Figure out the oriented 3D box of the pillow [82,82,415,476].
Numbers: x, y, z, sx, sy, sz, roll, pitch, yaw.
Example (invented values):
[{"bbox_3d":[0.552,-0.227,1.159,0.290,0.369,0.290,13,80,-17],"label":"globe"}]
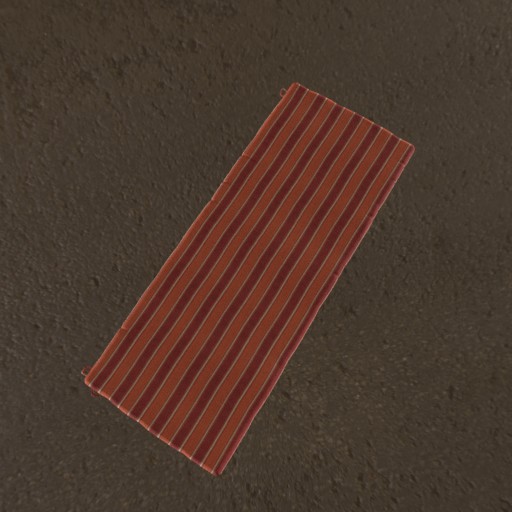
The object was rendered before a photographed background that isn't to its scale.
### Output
[{"bbox_3d":[0.000,0.000,1.347,0.492,0.081,1.187,32,78,8],"label":"pillow"}]
